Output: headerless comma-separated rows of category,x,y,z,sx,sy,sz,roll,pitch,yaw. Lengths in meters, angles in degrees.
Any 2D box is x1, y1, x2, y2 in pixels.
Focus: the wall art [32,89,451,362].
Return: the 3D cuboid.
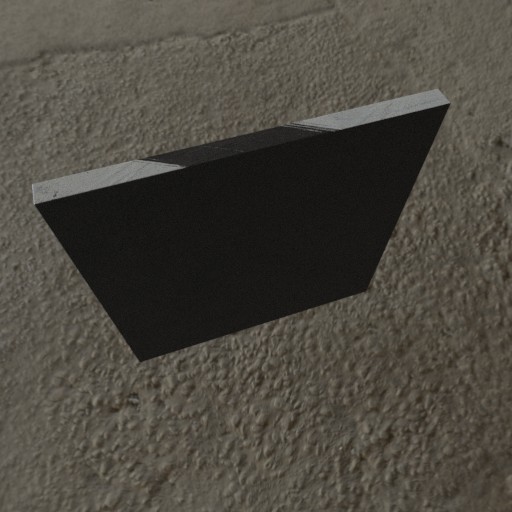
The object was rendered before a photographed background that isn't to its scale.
wall art,0.000,0.000,1.108,0.765,0.765,0.046,-16,59,-10
